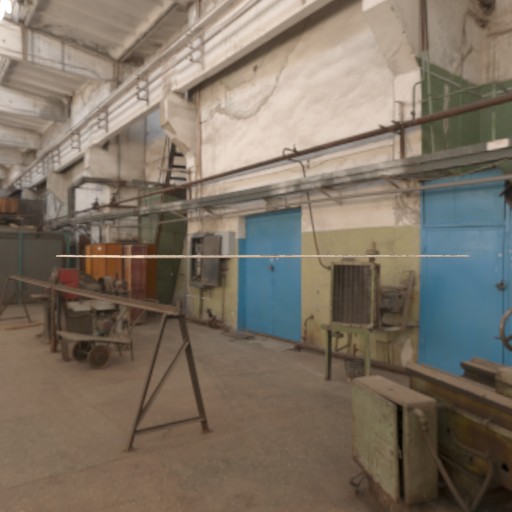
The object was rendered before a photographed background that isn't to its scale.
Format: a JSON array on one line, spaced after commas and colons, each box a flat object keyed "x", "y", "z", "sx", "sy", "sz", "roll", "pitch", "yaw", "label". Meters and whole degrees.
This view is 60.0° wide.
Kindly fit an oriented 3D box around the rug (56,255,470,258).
[{"x": 0.000, "y": 0.000, "z": 4.143, "sx": 3.040, "sy": 0.014, "sz": 2.423, "roll": 0, "pitch": 0, "yaw": -34, "label": "rug"}]
